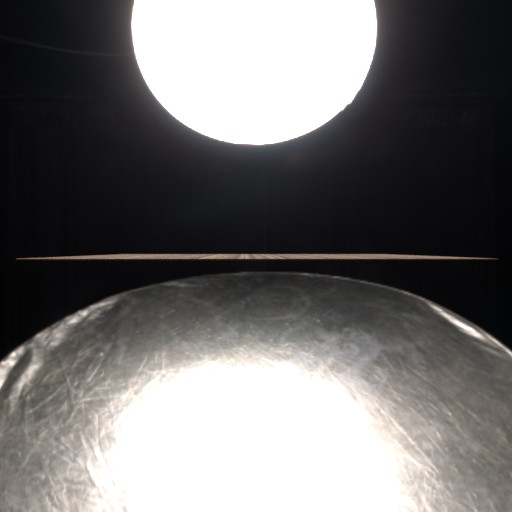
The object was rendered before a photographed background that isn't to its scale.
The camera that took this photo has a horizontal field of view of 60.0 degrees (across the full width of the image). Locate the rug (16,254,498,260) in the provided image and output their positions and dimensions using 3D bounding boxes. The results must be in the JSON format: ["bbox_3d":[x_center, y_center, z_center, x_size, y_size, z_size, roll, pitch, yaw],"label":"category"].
[{"bbox_3d":[0.000,0.000,3.993,3.045,0.011,2.436,0,1,-1],"label":"rug"}]
